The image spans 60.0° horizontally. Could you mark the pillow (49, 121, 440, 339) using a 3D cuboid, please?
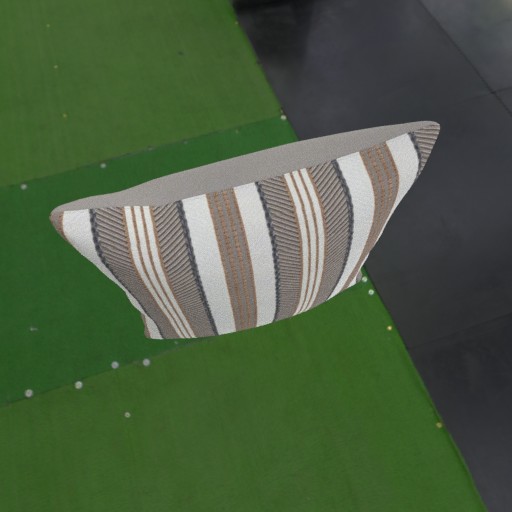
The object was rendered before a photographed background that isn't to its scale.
[{"bbox_3d":[0.000,0.000,0.627,0.416,0.401,0.173,-15,64,-7],"label":"pillow"}]
